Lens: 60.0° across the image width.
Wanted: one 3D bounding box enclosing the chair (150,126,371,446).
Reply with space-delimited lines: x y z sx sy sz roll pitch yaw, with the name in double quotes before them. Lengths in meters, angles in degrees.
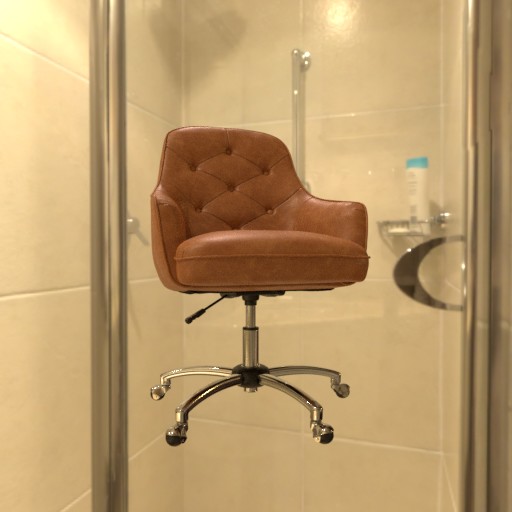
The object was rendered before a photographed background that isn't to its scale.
"chair" 0.000 0.000 1.321 0.628 0.909 0.615 0 1 -19
